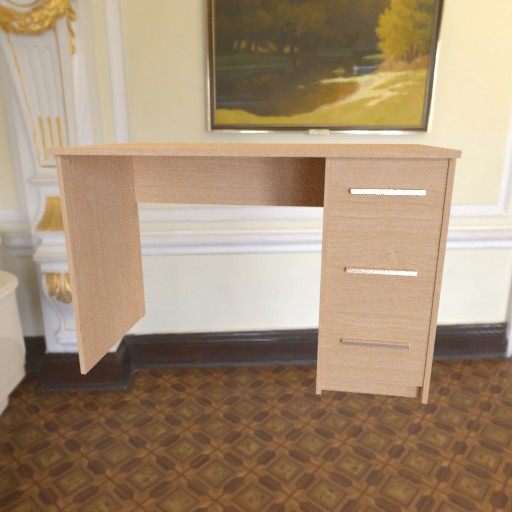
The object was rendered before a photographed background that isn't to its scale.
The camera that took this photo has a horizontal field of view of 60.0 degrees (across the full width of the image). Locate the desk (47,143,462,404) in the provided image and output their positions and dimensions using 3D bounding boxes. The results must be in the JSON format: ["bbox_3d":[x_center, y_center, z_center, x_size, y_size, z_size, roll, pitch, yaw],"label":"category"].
[{"bbox_3d":[0.000,0.000,1.521,1.097,0.735,0.560,2,16,8],"label":"desk"}]
